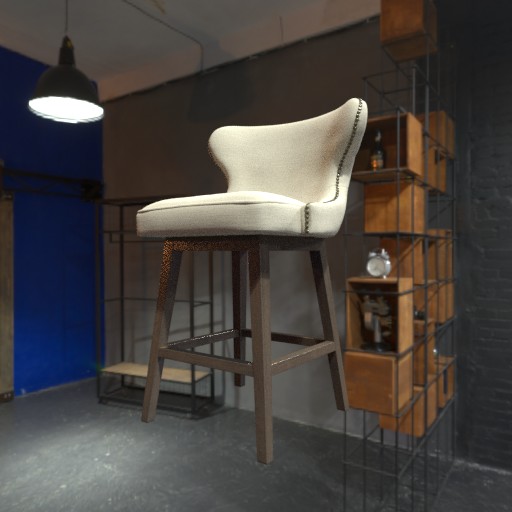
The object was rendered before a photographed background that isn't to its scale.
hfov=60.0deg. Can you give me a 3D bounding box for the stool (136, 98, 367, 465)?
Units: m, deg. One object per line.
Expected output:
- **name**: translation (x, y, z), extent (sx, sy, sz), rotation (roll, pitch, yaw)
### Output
- **stool**: translation (0.000, 0.000, 1.378), extent (0.615, 0.972, 0.597), rotation (0, 1, 36)
